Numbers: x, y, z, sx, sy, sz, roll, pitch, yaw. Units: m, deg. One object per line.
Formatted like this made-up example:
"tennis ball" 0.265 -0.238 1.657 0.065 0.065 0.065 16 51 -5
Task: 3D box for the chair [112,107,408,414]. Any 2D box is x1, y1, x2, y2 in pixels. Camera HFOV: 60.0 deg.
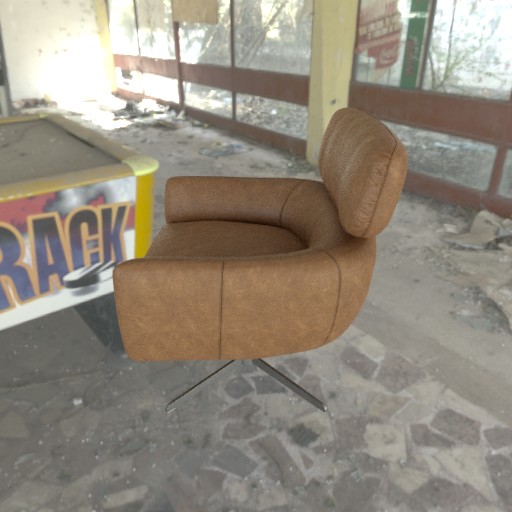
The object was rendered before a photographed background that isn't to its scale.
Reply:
"chair" 0.000 0.000 1.348 0.715 0.812 0.706 0 27 0
